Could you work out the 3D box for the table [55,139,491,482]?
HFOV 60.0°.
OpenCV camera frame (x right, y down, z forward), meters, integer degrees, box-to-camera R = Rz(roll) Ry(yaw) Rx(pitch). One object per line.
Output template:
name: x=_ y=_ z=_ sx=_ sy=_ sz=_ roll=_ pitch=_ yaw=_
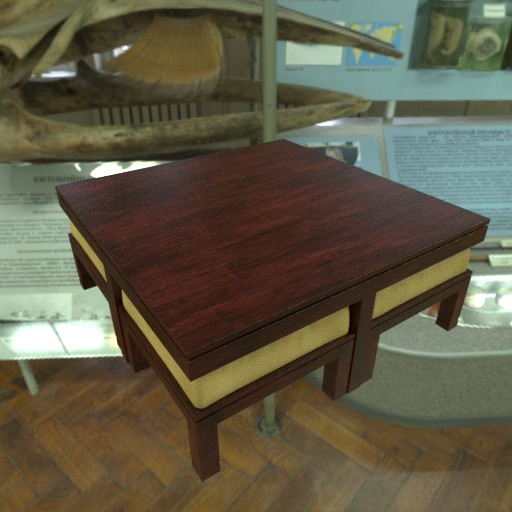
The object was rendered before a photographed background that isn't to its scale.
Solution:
table: x=0.000 y=0.000 z=1.322 sx=0.865 sy=0.356 sz=0.865 roll=-20 pitch=36 yaw=-29
